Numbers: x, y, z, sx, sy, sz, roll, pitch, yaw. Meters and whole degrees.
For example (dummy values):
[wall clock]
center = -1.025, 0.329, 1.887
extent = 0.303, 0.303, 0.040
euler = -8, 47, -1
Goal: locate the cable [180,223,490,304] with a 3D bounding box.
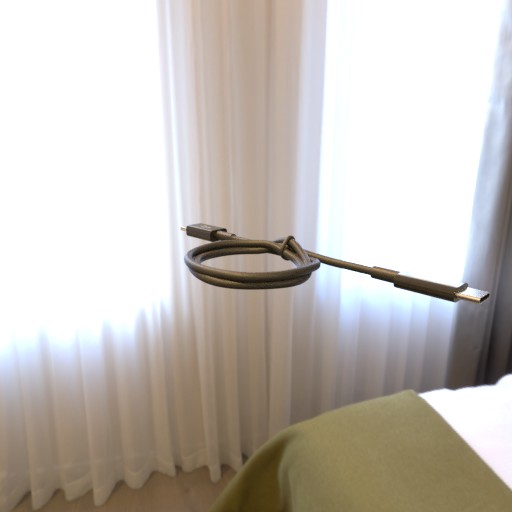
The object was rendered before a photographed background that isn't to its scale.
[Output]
[cable]
center = 0.000, 0.000, 0.215
extent = 0.070, 0.014, 0.192
euler = -14, 20, -42
